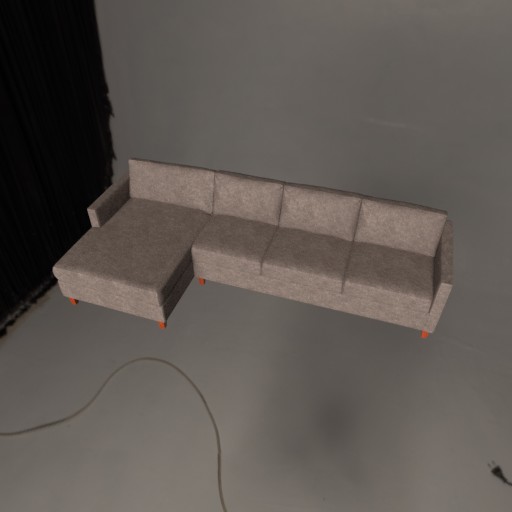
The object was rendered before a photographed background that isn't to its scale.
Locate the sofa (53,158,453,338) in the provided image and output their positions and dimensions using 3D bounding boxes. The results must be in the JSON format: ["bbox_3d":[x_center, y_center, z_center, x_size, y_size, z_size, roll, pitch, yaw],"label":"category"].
[{"bbox_3d":[0.000,0.000,4.256,3.471,0.954,1.606,12,43,14],"label":"sofa"}]
